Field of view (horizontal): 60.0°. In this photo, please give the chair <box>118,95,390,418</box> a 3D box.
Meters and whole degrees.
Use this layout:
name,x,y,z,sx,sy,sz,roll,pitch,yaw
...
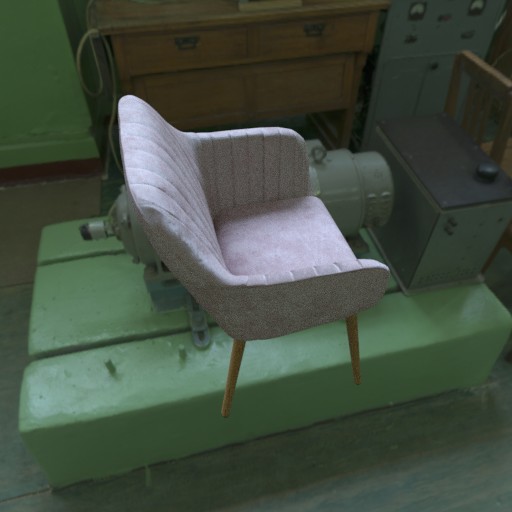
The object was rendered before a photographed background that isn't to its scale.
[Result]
name,x,y,z,sx,sy,sz,roll,pitch,yaw
chair,0.000,0.000,1.226,0.570,0.832,0.610,-11,46,-11
